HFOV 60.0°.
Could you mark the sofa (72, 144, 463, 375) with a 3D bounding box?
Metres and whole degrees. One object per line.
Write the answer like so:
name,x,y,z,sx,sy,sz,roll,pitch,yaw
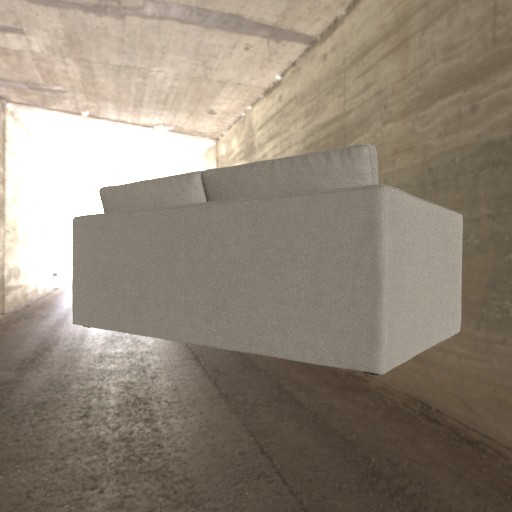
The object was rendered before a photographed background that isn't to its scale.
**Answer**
sofa,0.000,0.000,2.450,1.905,0.839,1.091,0,0,37
